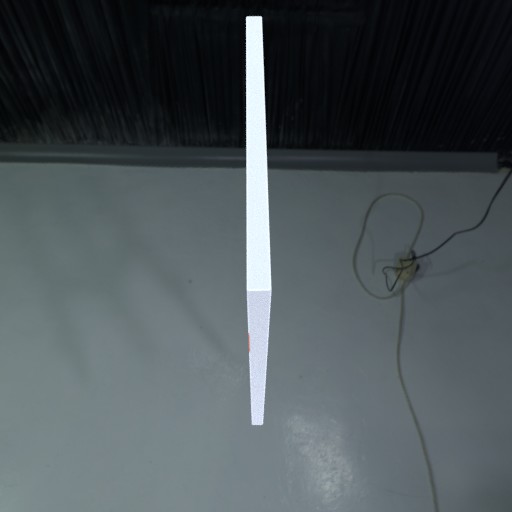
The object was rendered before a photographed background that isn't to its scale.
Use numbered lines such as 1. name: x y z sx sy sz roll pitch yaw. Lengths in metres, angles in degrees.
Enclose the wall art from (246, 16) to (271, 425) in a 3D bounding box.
1. wall art: 0.000 0.000 1.589 0.046 1.221 0.914 -1 58 0
